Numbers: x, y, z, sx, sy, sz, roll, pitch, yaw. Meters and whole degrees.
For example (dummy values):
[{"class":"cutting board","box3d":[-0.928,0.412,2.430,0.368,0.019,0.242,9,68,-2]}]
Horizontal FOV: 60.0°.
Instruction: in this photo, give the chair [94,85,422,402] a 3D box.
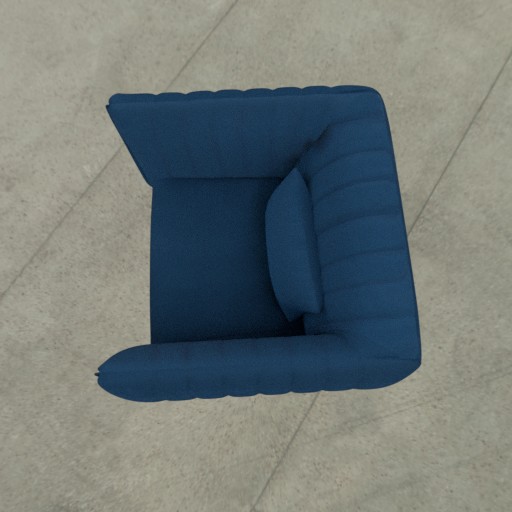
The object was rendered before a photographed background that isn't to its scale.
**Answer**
[{"class":"chair","box3d":[0.000,0.000,1.592,0.877,0.793,0.947,-3,75,-1]}]
